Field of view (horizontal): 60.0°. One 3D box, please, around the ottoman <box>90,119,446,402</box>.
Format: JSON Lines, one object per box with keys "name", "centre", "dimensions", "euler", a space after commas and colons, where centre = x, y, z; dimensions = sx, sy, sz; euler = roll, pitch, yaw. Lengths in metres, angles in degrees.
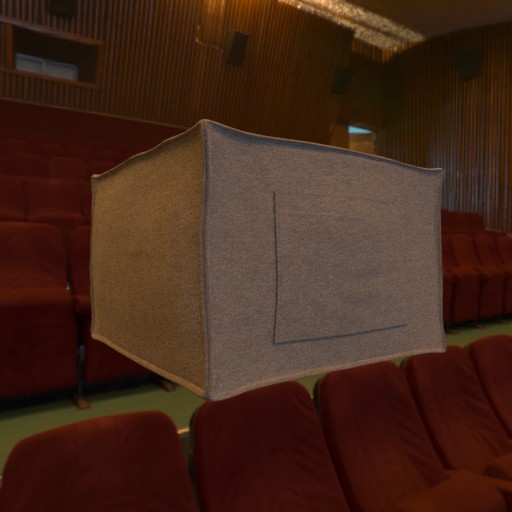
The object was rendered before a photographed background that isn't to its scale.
{"name": "ottoman", "centre": [0.000, 0.000, 1.160], "dimensions": [0.707, 0.470, 0.696], "euler": [0, 1, -35]}
